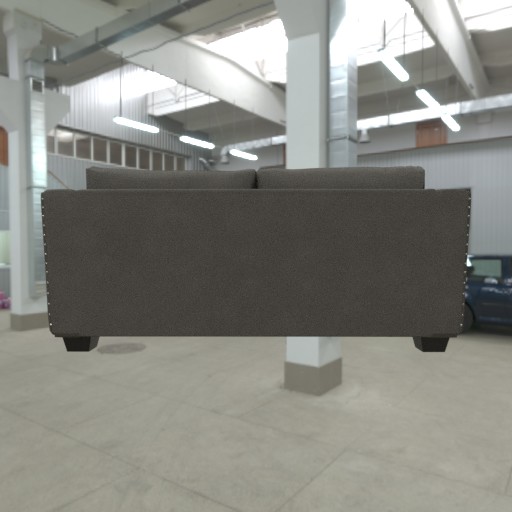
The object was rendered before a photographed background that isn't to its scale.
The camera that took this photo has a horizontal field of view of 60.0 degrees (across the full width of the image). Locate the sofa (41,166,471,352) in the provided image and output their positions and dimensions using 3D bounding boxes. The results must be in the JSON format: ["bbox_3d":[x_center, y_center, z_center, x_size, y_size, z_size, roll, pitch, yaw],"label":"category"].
[{"bbox_3d":[0.000,0.000,3.284,2.550,1.196,1.336,0,1,0],"label":"sofa"}]
